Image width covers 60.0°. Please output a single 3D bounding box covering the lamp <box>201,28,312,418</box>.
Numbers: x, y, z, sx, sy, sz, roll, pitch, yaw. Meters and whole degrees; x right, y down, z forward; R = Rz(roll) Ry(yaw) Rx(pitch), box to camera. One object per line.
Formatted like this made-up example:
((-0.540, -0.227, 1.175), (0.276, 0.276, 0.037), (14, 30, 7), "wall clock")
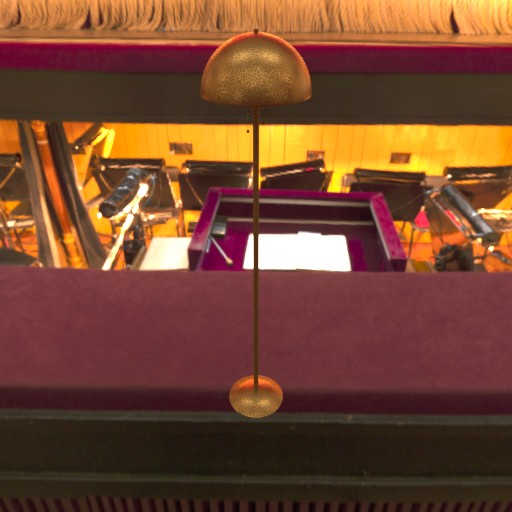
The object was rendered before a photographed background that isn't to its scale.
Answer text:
((0.000, 0.000, 1.615), (0.328, 1.480, 0.328), (1, 32, 1), "lamp")
